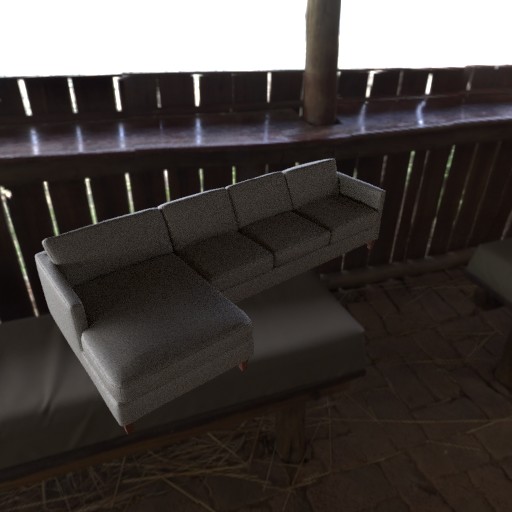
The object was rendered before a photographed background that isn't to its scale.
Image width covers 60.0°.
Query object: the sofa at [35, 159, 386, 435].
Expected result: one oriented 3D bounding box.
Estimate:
[{"bbox_3d":[0.000,0.000,3.836,3.201,0.876,1.502,-22,37,-32],"label":"sofa"}]
